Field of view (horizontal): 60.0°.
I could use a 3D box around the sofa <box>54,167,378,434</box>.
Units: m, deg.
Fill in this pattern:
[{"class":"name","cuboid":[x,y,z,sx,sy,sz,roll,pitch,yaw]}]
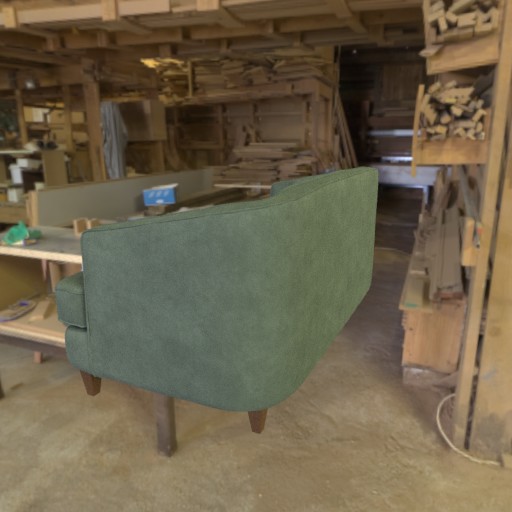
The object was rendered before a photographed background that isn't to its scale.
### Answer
[{"class":"sofa","cuboid":[0.000,0.000,2.233,0.941,0.855,1.733,7,17,25]}]
